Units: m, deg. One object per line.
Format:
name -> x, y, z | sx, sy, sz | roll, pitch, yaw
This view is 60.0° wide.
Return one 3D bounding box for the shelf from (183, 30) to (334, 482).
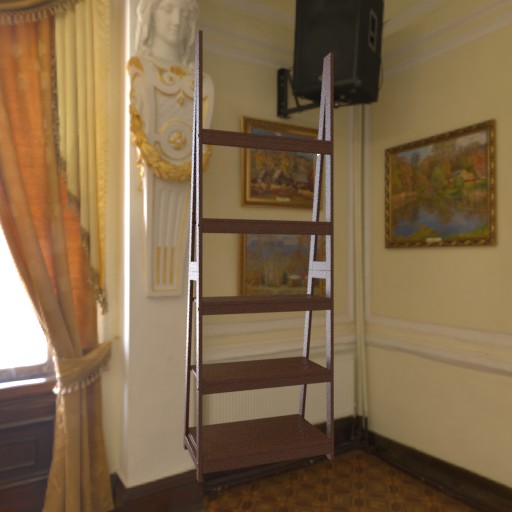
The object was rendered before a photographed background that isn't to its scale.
shelf -> 0.000, 0.000, 1.995 | 0.600, 1.770, 0.350 | 0, 0, -19
